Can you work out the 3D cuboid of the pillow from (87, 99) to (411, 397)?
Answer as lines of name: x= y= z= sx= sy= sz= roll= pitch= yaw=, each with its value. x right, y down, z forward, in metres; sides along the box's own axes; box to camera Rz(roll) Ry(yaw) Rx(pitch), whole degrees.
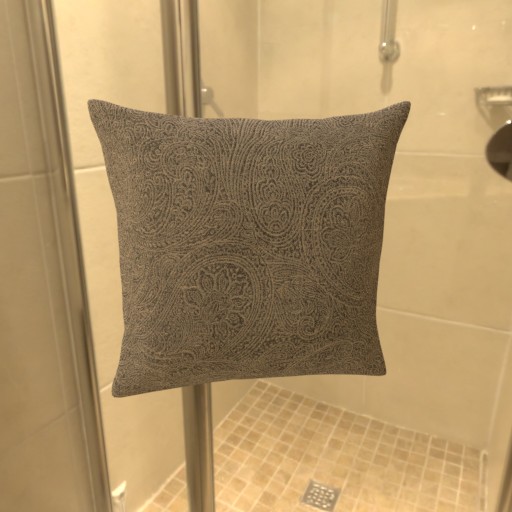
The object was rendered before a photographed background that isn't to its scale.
pillow: x=0.000 y=0.000 z=0.766 sx=0.523 sy=0.510 sz=0.166 roll=-3 pitch=17 yaw=-9
